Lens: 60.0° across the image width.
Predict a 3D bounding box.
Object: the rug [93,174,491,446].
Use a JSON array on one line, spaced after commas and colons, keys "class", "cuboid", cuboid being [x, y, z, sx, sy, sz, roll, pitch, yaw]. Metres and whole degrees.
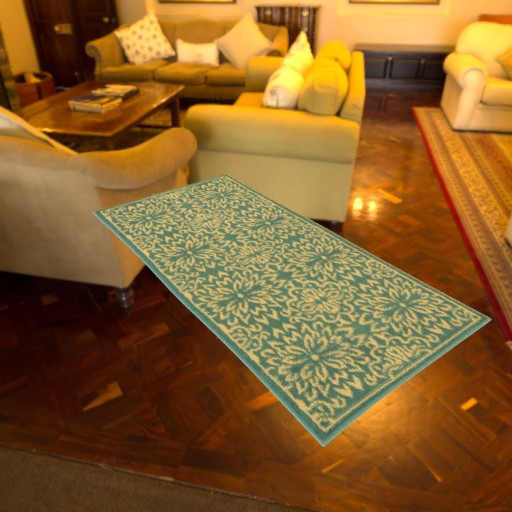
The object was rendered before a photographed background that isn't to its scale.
[{"class": "rug", "cuboid": [0.000, 0.000, 1.400, 0.604, 0.007, 1.219, -22, 39, -31]}]
